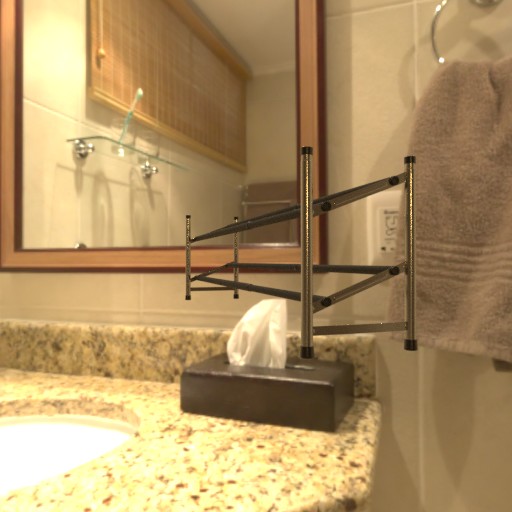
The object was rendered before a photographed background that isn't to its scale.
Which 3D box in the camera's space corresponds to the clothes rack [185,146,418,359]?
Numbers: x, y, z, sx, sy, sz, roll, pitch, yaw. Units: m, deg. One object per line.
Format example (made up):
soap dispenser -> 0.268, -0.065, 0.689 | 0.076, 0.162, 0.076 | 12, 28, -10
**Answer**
clothes rack -> 0.000, 0.000, 1.310 | 0.229, 0.349, 1.168 | 0, -1, -18
